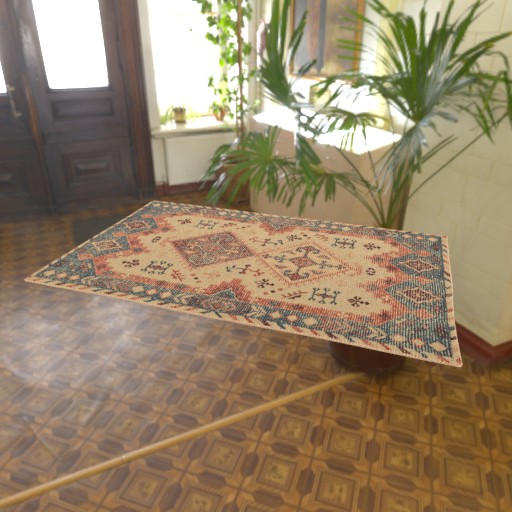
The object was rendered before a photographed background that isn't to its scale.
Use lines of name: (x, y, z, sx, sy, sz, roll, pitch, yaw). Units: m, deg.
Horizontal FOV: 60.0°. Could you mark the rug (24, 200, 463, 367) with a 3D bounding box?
rug: (0.000, 0.000, 2.975, 2.464, 0.023, 1.521, 9, 28, 17)
